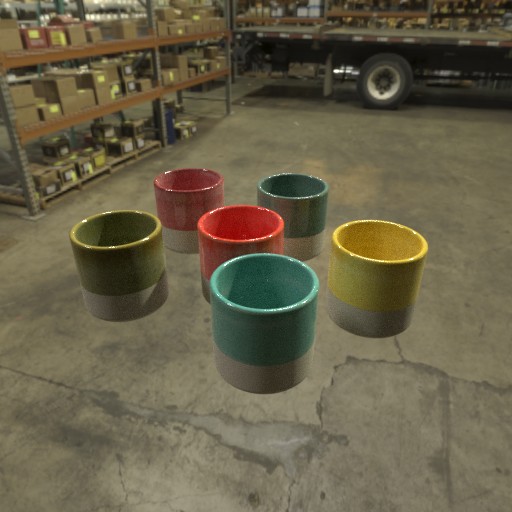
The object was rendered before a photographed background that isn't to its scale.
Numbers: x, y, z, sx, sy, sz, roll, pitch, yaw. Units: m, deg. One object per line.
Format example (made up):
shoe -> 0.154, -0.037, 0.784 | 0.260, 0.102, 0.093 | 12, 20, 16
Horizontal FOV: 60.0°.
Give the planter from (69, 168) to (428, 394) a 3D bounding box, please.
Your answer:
planter -> 0.000, 0.000, 0.407 | 0.286, 0.075, 0.257 | 10, 31, 16
